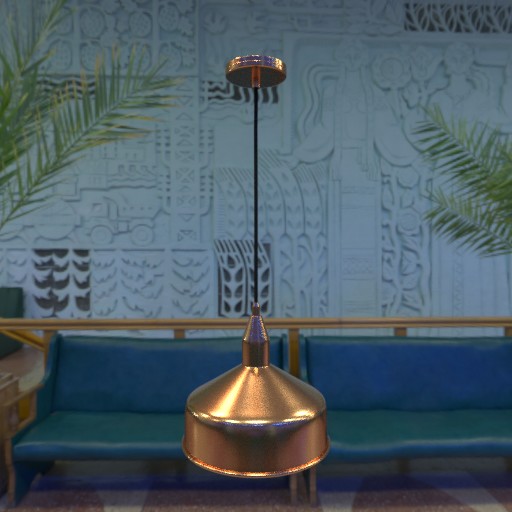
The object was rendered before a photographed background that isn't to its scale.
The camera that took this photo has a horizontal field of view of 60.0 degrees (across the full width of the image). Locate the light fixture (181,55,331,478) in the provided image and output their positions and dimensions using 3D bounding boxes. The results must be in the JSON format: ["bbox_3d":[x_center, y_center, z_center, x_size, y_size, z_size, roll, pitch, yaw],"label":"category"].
[{"bbox_3d":[0.000,0.000,0.898,0.301,0.754,0.301,0,1,0],"label":"light fixture"}]
